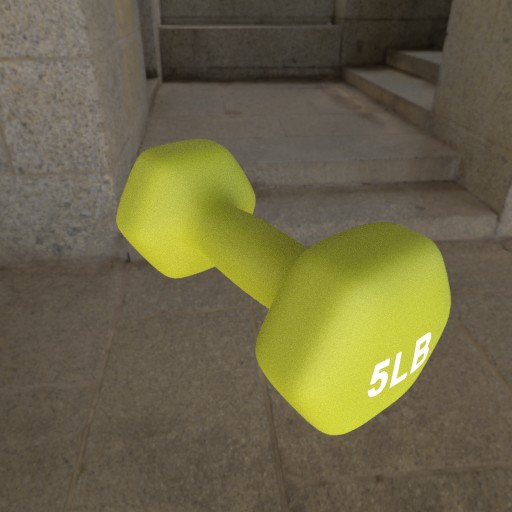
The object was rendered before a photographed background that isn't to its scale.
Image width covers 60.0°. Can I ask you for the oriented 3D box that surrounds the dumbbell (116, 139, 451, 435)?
[{"bbox_3d":[0.000,0.000,0.202,0.080,0.072,0.164,-20,36,-30],"label":"dumbbell"}]
